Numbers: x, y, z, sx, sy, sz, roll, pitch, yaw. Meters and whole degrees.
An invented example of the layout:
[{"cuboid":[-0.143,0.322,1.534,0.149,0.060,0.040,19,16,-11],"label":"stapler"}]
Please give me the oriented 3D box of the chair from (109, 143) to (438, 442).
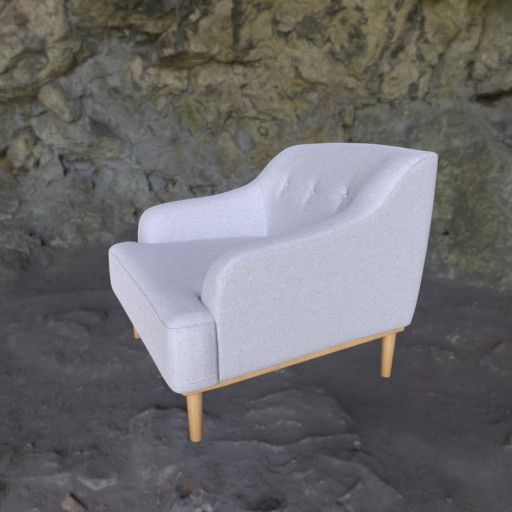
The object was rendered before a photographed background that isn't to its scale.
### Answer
[{"cuboid":[0.000,0.000,1.670,0.951,0.818,0.946,-8,17,-26],"label":"chair"}]
